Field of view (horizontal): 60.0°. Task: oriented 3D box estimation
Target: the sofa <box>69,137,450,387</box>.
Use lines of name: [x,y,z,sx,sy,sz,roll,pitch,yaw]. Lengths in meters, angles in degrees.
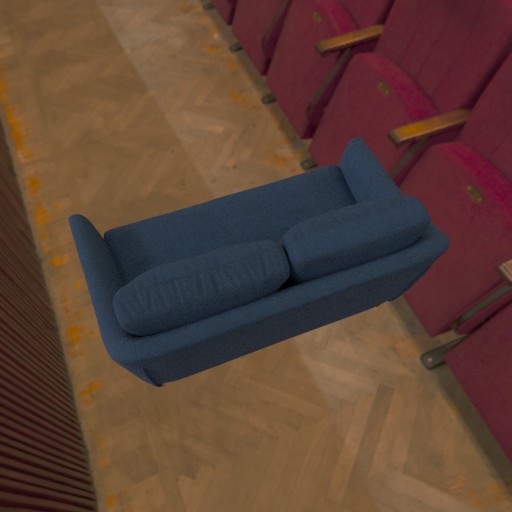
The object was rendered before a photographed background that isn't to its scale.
sofa: [0.000,0.000,2.211,1.619,0.902,0.960,-18,59,-11]
